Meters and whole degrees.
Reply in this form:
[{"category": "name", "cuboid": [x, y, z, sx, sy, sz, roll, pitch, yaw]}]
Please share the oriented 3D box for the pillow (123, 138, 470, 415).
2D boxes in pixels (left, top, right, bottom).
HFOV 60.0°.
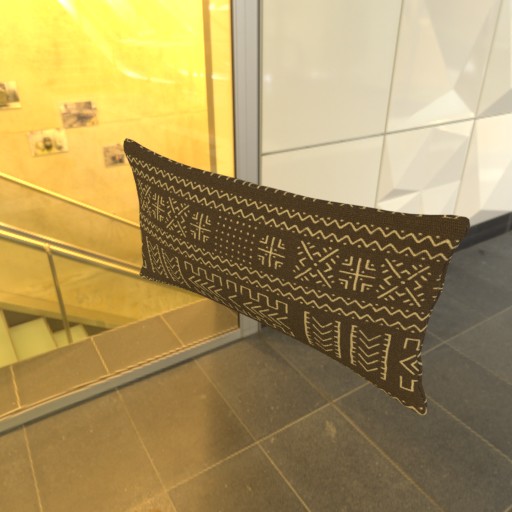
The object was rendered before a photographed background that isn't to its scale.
[{"category": "pillow", "cuboid": [0.000, 0.000, 0.782, 0.667, 0.322, 0.135, 20, 34, 33]}]
